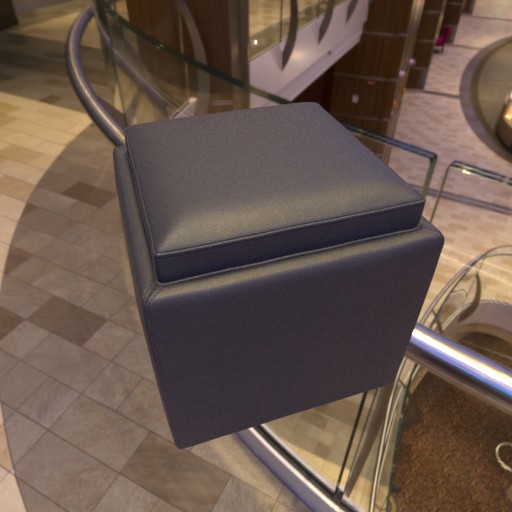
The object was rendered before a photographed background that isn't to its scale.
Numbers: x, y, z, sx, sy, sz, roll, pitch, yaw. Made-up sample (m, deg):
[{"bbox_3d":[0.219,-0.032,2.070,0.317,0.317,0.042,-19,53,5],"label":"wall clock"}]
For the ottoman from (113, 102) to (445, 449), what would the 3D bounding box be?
[{"bbox_3d":[0.000,0.000,0.841,0.451,0.460,0.450,-12,42,-14],"label":"ottoman"}]
